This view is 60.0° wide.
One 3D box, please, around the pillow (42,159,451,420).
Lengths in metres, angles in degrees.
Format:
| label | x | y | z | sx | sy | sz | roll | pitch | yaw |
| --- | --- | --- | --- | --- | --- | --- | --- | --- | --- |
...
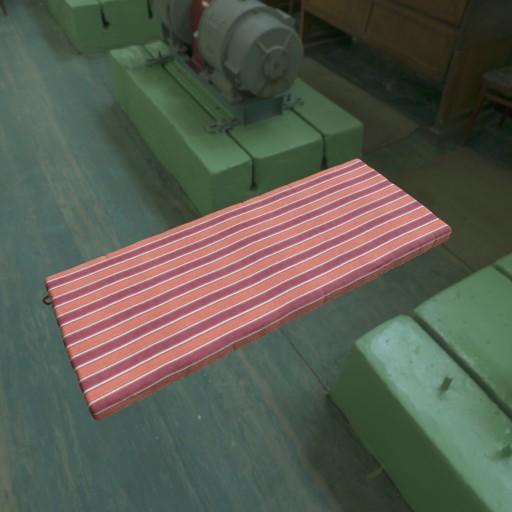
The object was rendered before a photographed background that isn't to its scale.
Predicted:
| label | x | y | z | sx | sy | sz | roll | pitch | yaw |
| --- | --- | --- | --- | --- | --- | --- | --- | --- | --- |
| pillow | 0.000 | 0.000 | 1.335 | 1.187 | 0.081 | 0.492 | -24 | 51 | -21 |
